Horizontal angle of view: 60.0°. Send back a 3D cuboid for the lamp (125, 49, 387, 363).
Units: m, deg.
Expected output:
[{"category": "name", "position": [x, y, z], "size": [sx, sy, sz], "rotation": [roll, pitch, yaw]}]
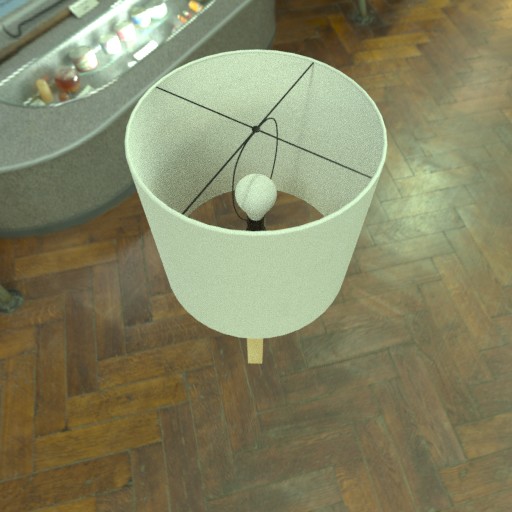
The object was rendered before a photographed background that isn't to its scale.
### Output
[{"category": "lamp", "position": [0.000, 0.000, 0.570], "size": [0.229, 0.428, 0.229], "rotation": [1, 58, 1]}]
